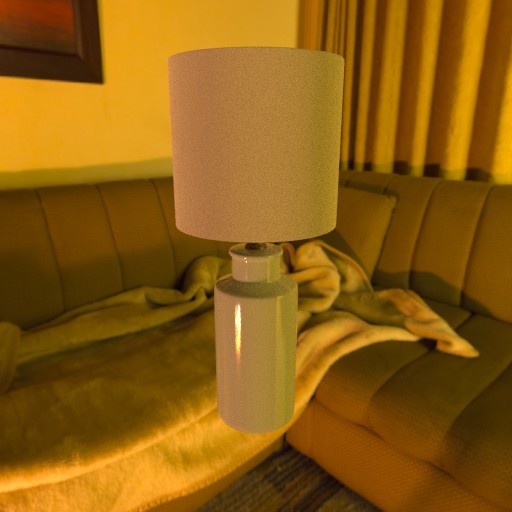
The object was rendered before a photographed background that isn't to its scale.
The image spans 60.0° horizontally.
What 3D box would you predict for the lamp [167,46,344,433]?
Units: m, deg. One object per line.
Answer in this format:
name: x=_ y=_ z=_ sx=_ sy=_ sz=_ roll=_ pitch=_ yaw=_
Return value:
lamp: x=0.000 y=0.000 z=0.609 sx=0.212 sy=0.493 sz=0.212 roll=8 pitch=18 yaw=25
